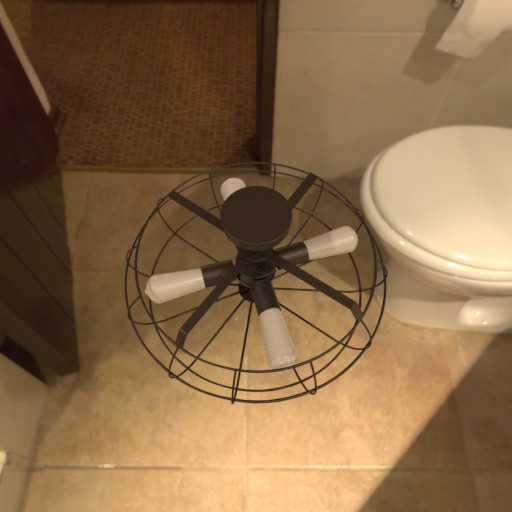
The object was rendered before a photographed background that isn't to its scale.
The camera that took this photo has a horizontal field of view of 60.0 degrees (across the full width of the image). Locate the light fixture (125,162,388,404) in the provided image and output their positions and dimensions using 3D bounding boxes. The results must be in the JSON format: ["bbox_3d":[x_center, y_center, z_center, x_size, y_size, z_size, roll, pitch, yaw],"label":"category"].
[{"bbox_3d":[0.000,0.000,0.945,0.582,0.311,0.582,0,59,0],"label":"light fixture"}]
